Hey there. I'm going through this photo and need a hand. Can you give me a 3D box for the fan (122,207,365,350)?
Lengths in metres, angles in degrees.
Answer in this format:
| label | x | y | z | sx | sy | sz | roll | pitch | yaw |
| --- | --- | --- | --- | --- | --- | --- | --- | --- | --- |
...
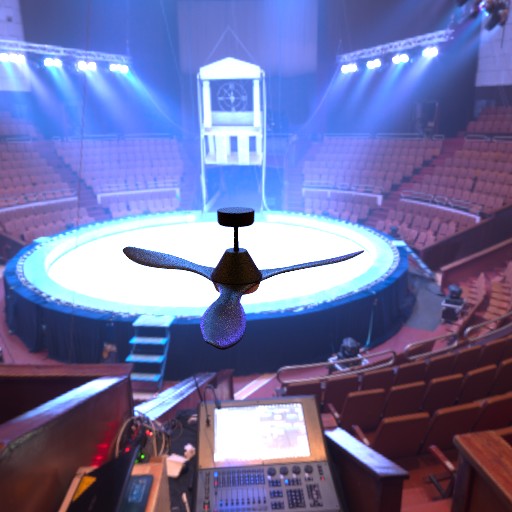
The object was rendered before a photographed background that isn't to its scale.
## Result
| label | x | y | z | sx | sy | sz | roll | pitch | yaw |
| --- | --- | --- | --- | --- | --- | --- | --- | --- | --- |
| fan | 0.000 | 0.000 | 1.587 | 1.067 | 0.305 | 1.067 | -2 | 15 | -9 |
